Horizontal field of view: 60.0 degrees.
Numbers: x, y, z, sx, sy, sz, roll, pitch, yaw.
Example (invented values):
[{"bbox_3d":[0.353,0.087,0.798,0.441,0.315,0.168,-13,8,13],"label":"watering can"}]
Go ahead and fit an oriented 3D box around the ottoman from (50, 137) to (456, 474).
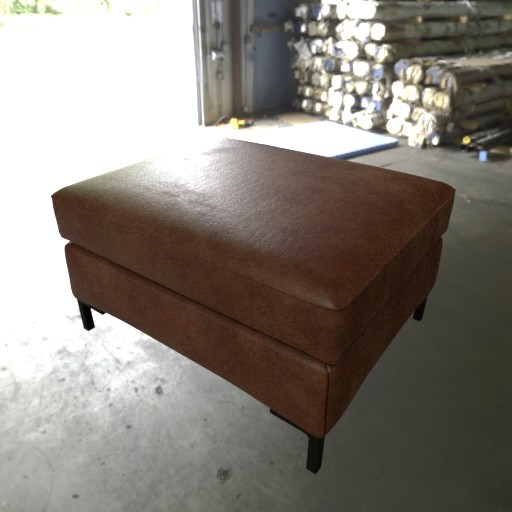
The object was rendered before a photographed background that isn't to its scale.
[{"bbox_3d":[0.000,0.000,1.753,1.186,0.667,0.965,20,35,31],"label":"ottoman"}]
